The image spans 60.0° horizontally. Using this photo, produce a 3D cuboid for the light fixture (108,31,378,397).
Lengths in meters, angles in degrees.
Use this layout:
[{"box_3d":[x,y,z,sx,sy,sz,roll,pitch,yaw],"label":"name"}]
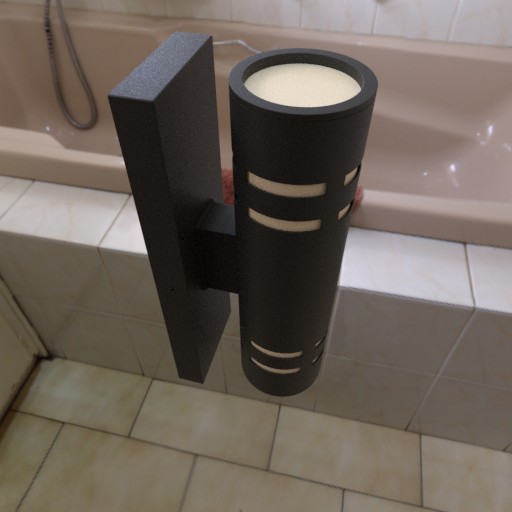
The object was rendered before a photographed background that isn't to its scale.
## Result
[{"box_3d":[0.000,0.000,0.395,0.149,0.330,0.105,11,47,10],"label":"light fixture"}]
